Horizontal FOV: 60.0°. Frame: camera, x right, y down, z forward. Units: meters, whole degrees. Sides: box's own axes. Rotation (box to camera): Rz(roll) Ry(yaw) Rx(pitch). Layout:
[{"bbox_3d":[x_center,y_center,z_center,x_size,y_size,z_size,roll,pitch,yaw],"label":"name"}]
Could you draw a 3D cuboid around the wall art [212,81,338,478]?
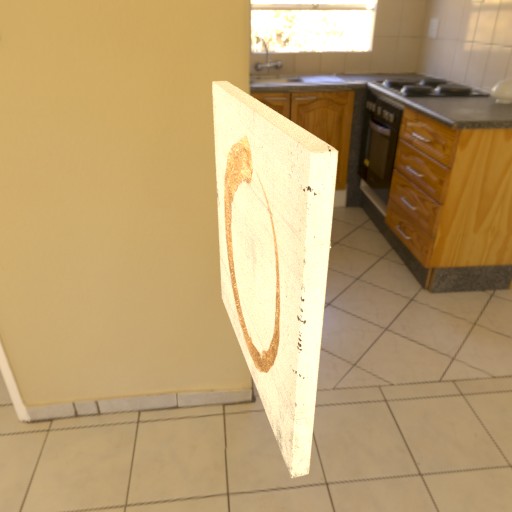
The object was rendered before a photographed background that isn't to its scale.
[{"bbox_3d":[0.000,0.000,0.928,0.040,0.611,0.610,-8,30,-14],"label":"wall art"}]
